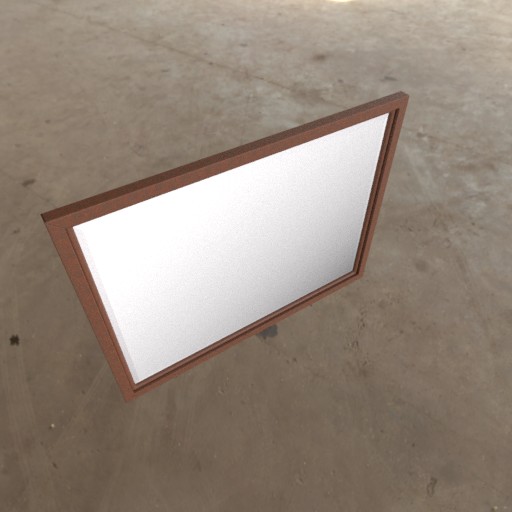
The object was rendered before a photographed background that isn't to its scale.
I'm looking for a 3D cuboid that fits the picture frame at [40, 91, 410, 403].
[{"bbox_3d":[0.000,0.000,1.775,1.329,1.018,0.045,-25,51,-22],"label":"picture frame"}]
